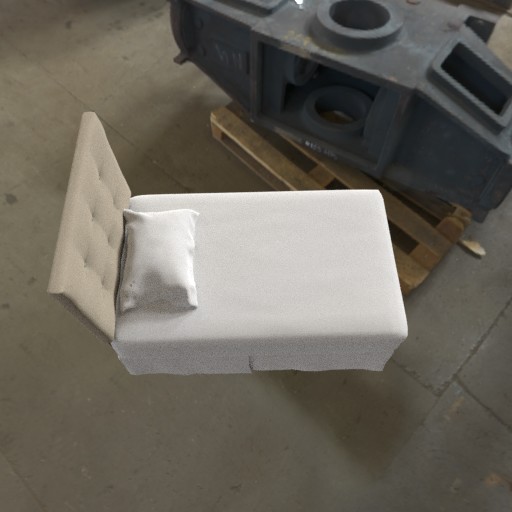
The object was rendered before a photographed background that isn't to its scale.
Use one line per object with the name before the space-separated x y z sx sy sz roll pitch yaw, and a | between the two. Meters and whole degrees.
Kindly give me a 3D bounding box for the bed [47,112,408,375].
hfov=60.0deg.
bed | 0.000 0.000 2.998 1.997 1.571 1.261 -2 63 -1
